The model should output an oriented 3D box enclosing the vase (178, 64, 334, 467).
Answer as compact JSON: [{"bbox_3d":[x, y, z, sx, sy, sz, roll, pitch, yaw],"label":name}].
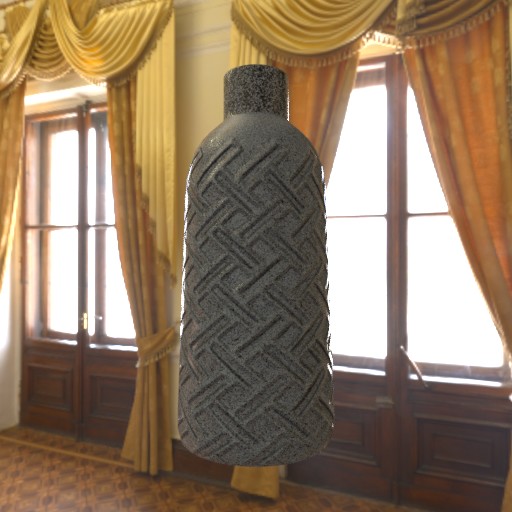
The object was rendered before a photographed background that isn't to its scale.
[{"bbox_3d":[0.000,0.000,0.350,0.122,0.282,0.122,0,0,0],"label":"vase"}]
